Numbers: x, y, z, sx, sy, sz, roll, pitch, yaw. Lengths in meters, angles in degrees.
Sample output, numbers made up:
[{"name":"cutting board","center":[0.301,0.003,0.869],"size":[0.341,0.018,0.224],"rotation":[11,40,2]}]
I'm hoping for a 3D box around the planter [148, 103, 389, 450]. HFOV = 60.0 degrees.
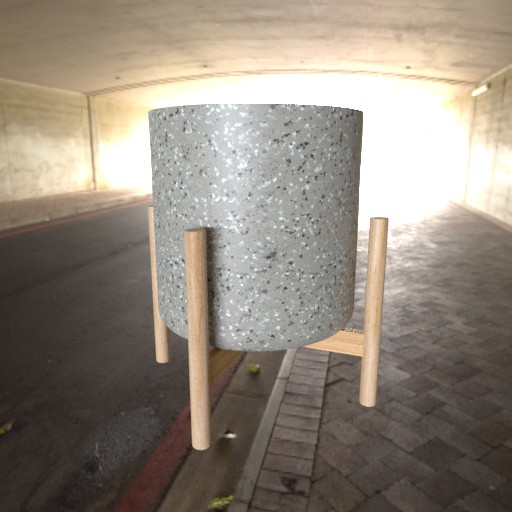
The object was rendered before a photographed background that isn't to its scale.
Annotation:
[{"name":"planter","center":[0.000,0.000,0.686],"size":[0.360,0.419,0.360],"rotation":[-13,18,-43]}]
